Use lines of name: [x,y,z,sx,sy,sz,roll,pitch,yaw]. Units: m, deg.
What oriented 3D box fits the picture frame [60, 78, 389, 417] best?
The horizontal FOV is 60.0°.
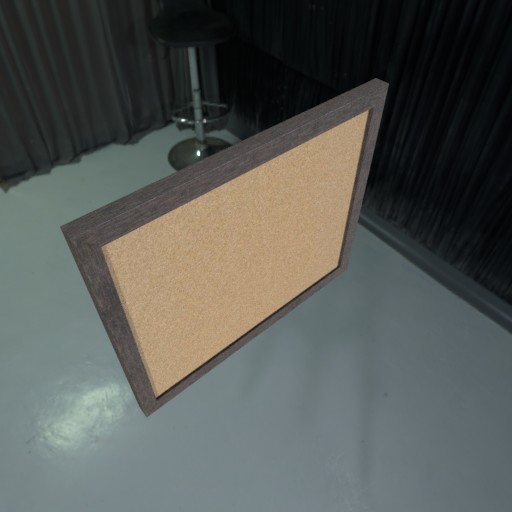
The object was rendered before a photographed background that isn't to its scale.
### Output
picture frame: [0.000,0.000,0.767,0.546,0.455,0.026,-32,55,-27]
